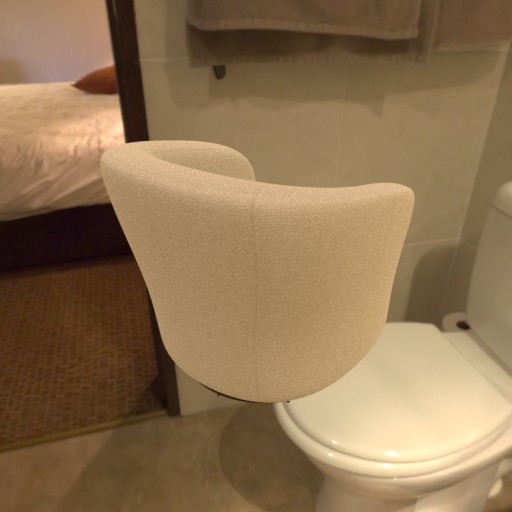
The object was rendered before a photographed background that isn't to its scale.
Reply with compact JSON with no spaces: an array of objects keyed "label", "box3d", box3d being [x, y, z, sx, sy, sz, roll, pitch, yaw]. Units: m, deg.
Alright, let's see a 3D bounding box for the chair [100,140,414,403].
[{"label":"chair","box3d":[0.000,0.000,1.418,0.791,0.771,0.815,20,36,31]}]
